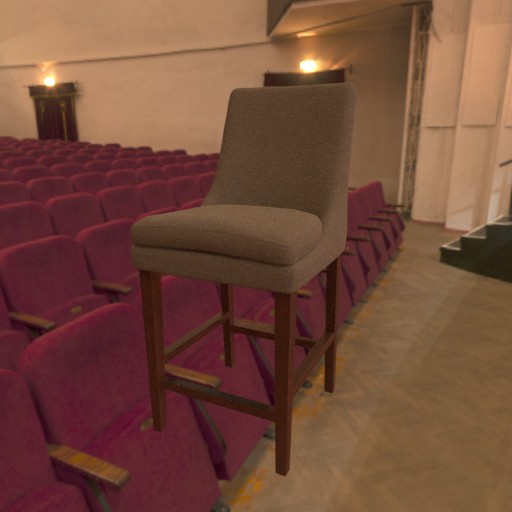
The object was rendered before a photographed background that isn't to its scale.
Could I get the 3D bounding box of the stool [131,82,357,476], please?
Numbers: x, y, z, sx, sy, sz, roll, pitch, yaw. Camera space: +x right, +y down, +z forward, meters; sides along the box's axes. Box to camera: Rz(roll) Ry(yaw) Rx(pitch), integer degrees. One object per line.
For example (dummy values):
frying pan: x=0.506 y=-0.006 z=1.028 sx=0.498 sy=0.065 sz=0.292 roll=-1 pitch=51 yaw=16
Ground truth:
stool: x=0.000 y=0.000 z=1.300 sx=0.470 sy=0.981 sz=0.577 roll=7 pitch=17 yaw=25
